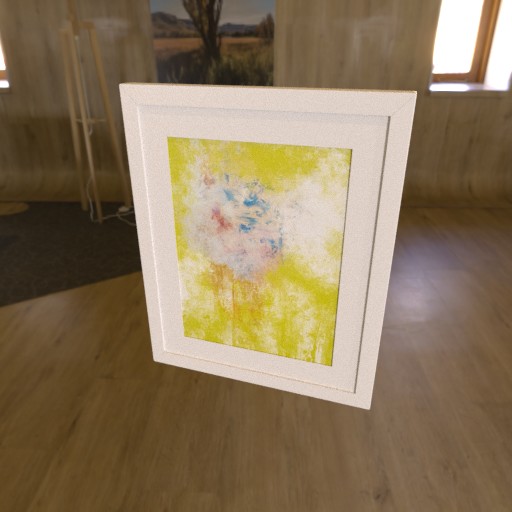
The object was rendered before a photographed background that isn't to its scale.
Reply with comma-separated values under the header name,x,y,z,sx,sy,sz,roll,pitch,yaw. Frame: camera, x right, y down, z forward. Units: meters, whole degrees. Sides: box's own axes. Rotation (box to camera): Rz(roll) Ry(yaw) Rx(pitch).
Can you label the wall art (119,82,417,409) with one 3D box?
name,x,y,z,sx,sy,sz,roll,pitch,yaw
wall art,0.000,0.000,0.778,0.454,0.556,0.028,8,27,16
